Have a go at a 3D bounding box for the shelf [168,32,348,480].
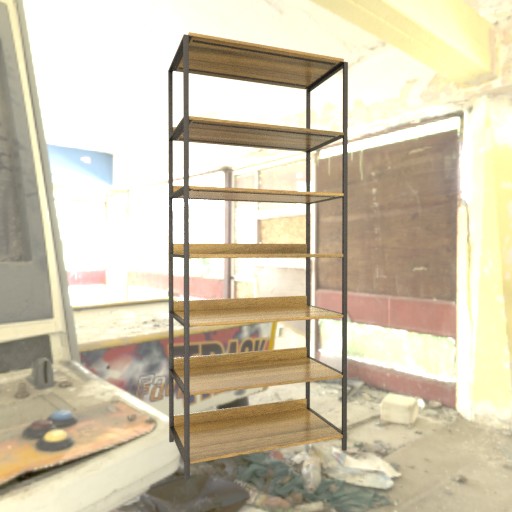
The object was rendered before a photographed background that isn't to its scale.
[{"bbox_3d":[0.000,0.000,2.339,0.847,2.015,0.431,0,1,-20],"label":"shelf"}]
